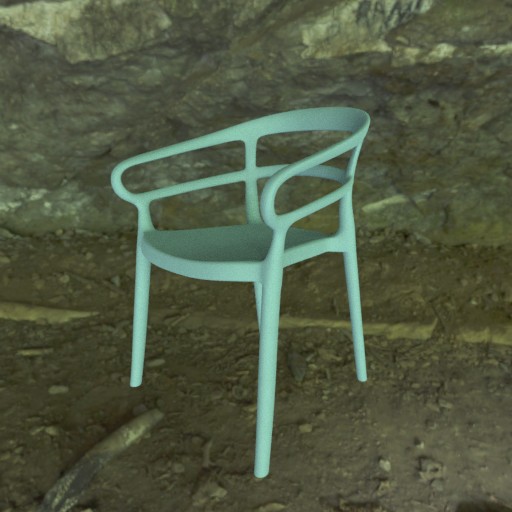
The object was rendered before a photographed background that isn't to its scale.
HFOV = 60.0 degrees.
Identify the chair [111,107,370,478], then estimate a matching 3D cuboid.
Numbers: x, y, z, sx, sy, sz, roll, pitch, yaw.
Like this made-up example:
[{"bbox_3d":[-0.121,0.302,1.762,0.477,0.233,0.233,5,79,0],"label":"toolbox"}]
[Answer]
[{"bbox_3d":[0.000,0.000,1.155,0.559,0.761,0.527,14,20,43],"label":"chair"}]
